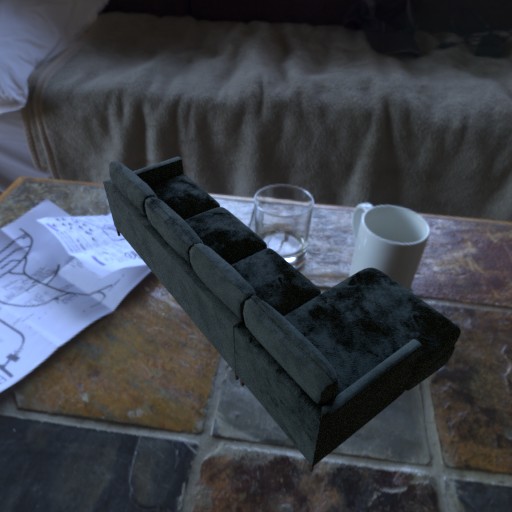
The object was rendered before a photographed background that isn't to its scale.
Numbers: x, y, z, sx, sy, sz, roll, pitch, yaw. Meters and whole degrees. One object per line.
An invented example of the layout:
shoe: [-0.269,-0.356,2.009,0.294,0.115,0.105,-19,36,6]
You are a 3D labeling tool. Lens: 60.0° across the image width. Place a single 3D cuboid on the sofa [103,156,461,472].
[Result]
sofa: [0.000,0.000,4.123,1.500,0.967,3.400,-26,48,-27]
